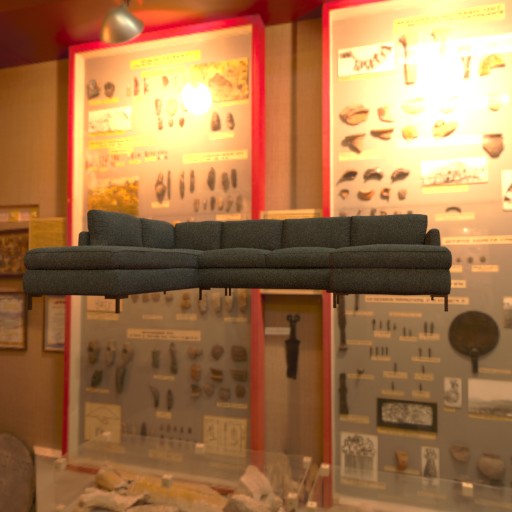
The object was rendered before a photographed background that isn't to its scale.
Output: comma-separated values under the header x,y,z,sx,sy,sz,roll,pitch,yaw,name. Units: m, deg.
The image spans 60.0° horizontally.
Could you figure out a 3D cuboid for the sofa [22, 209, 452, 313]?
x,y,z,sx,sy,sz,roll,pitch,yaw,name
0.000,0.000,3.708,2.956,0.813,2.007,0,-1,18,sofa
